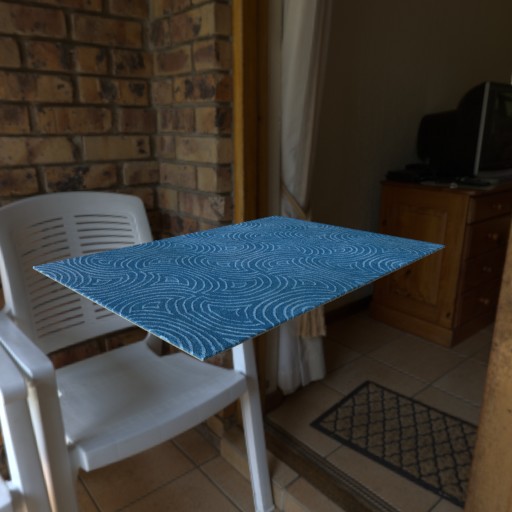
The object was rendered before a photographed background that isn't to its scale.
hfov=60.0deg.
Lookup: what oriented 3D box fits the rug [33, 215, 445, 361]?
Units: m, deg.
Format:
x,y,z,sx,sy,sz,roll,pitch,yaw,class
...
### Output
x,y,z,sx,sy,sz,roll,pitch,yaw,class
0.000,0.000,2.808,1.543,0.015,2.144,15,22,42,rug
